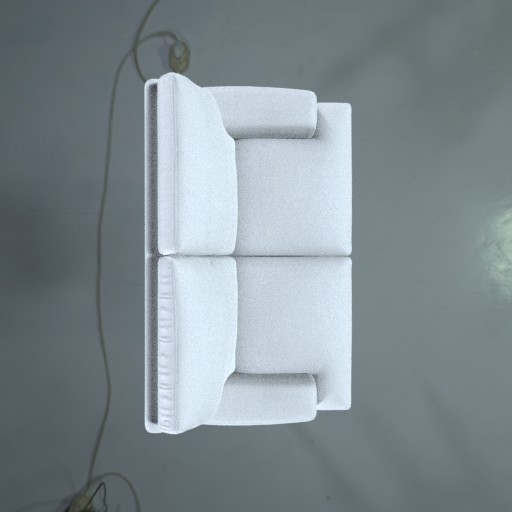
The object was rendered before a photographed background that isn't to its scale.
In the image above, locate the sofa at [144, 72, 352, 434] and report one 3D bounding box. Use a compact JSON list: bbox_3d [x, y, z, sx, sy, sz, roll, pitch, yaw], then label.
[{"bbox_3d":[0.000,0.000,2.553,1.143,0.940,1.880,0,90,0],"label":"sofa"}]
